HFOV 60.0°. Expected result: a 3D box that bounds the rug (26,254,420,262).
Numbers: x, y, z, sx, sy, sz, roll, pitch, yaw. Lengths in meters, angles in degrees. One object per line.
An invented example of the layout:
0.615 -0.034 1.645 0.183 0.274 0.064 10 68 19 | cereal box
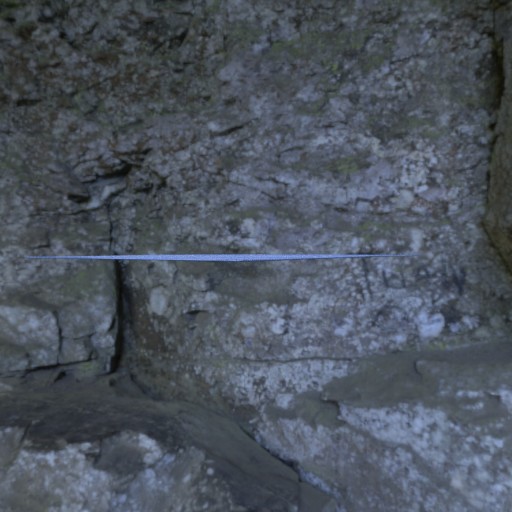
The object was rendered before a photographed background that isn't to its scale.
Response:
0.000 0.000 2.223 1.135 0.010 1.740 0 1 36 | rug
